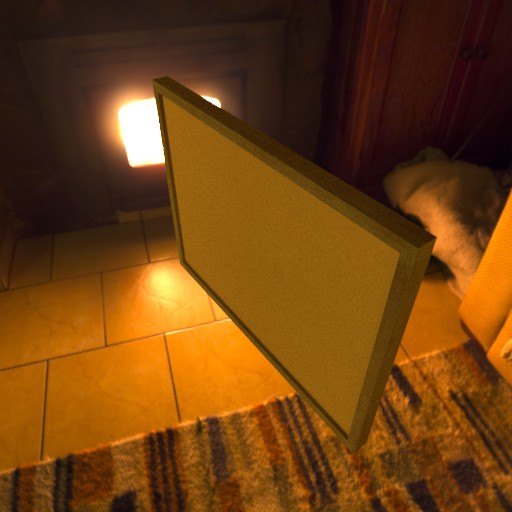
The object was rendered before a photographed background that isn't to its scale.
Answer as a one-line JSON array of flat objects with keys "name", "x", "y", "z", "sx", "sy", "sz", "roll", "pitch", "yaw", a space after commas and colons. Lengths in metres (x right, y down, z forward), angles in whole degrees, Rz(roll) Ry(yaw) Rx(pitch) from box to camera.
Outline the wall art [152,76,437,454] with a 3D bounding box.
[{"name": "wall art", "x": 0.000, "y": 0.000, "z": 1.745, "sx": 0.070, "sy": 1.009, "sz": 1.320, "roll": -26, "pitch": 47, "yaw": -27}]
